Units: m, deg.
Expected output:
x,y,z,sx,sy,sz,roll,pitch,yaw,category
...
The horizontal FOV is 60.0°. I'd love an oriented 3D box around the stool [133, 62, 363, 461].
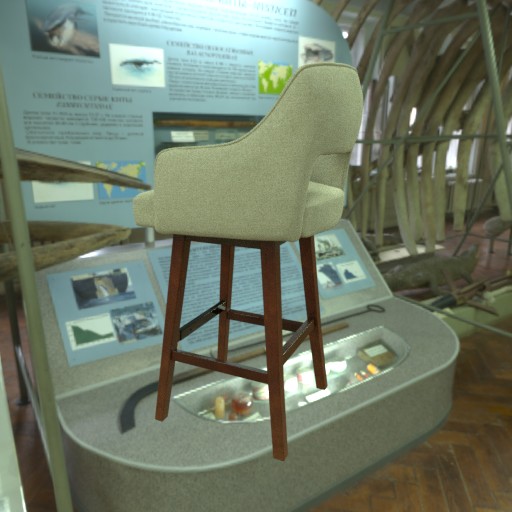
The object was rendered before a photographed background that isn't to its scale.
x,y,z,sx,sy,sz,roll,pitch,yaw,category
0.000,0.000,1.353,0.560,1.041,0.550,7,17,24,stool
